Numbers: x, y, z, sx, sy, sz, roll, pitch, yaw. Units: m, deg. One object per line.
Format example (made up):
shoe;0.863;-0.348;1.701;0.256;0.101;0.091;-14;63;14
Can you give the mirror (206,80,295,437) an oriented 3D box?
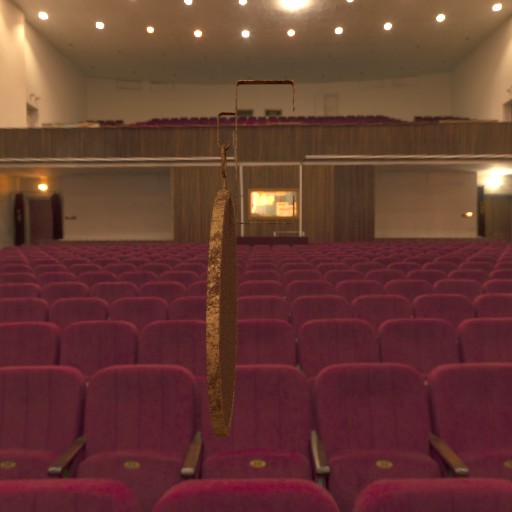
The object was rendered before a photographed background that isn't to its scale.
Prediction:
mirror;0.000;0.000;0.836;0.144;0.651;0.447;0;1;1
